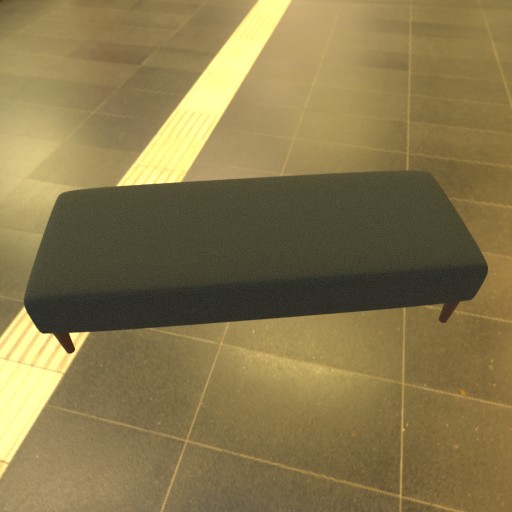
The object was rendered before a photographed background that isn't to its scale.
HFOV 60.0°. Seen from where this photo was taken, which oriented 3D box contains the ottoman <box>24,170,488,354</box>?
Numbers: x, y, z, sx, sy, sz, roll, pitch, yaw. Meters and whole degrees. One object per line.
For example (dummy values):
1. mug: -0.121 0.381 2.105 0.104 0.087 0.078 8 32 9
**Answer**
1. ottoman: 0.000 0.000 1.828 1.609 0.393 0.646 -4 46 -4
